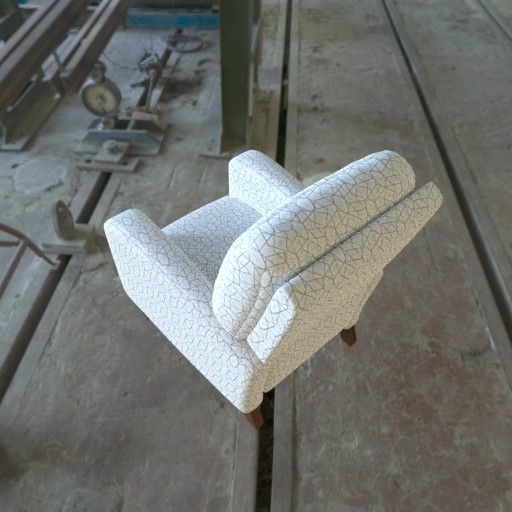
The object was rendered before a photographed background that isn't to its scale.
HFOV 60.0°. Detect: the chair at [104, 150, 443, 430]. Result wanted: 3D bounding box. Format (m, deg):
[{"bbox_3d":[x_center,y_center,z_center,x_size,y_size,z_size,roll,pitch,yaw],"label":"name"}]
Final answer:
[{"bbox_3d":[0.000,0.000,1.750,0.796,1.064,0.995,-33,55,-27],"label":"chair"}]
